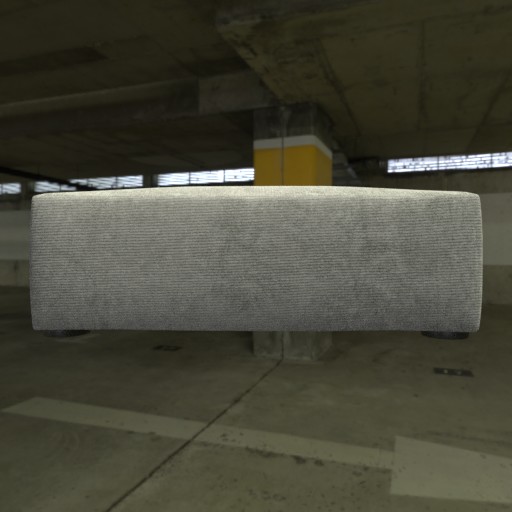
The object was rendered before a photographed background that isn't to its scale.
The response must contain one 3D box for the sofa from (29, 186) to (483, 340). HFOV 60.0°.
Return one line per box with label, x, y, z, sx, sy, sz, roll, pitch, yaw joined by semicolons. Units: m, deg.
sofa;0.000;0.000;1.124;0.930;0.330;0.480;0;1;2
